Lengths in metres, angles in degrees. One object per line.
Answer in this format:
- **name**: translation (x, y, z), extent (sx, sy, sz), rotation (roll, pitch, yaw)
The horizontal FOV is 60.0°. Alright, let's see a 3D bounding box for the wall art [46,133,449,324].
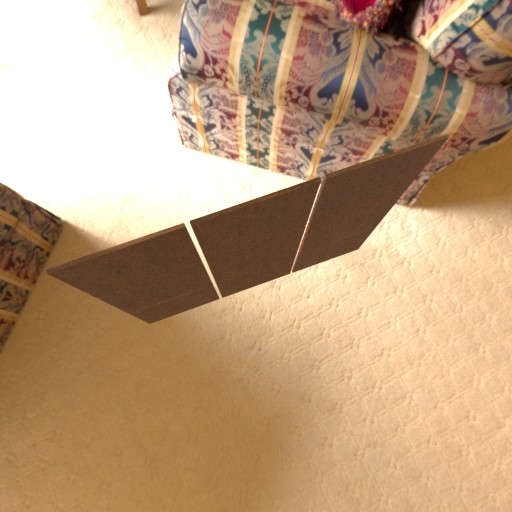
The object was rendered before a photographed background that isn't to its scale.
- **wall art**: translation (0.000, 0.000, 1.844), extent (1.215, 1.213, 0.013), rotation (-19, 76, -5)
